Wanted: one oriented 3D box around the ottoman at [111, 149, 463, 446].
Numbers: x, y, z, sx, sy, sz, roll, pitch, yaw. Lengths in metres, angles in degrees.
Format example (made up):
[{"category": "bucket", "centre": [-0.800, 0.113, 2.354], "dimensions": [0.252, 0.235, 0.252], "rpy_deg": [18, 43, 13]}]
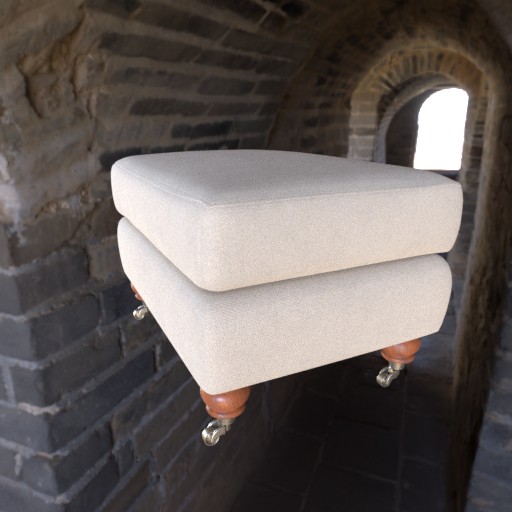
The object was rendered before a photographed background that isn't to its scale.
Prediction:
[{"category": "ottoman", "centre": [0.000, 0.000, 1.117], "dimensions": [0.569, 0.504, 0.773], "rpy_deg": [-8, 19, -25]}]
